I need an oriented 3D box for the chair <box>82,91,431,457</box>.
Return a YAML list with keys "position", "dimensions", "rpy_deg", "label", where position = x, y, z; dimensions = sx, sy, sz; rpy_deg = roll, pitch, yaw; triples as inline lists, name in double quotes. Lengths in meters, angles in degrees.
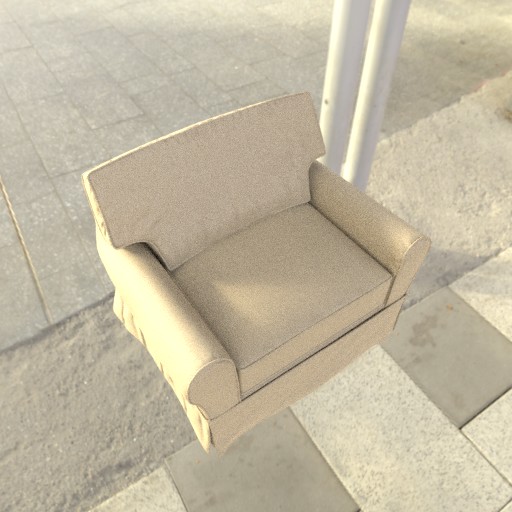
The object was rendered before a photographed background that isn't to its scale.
- position: [0.000, 0.000, 1.808]
  dimensions: [1.096, 0.937, 0.903]
  rpy_deg: [-27, 53, -22]
  label: "chair"
